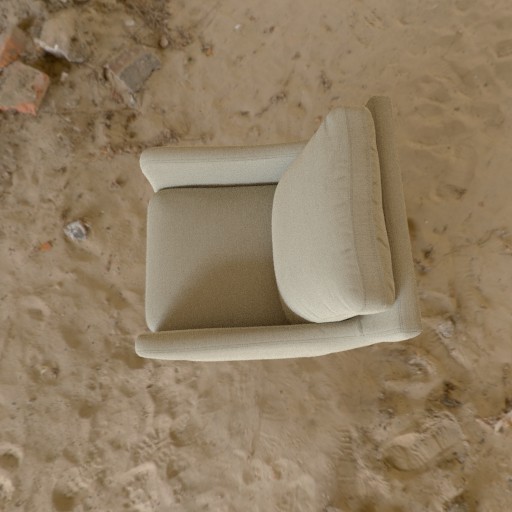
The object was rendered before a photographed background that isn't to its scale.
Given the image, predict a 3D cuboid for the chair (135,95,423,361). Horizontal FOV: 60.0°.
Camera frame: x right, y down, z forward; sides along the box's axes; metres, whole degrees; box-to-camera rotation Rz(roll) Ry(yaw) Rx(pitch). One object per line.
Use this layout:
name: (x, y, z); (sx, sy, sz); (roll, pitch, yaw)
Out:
chair: (0.000, 0.000, 1.390); (0.694, 0.914, 0.626); (-2, 75, -1)
